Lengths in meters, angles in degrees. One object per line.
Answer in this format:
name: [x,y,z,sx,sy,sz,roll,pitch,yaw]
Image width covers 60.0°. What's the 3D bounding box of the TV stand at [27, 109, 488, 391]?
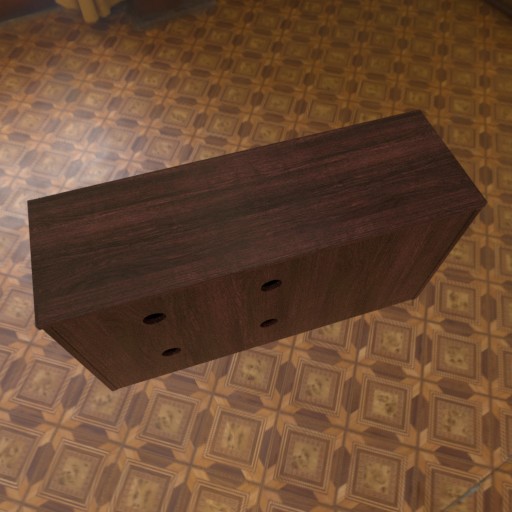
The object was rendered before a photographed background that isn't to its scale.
TV stand: [0.000,0.000,1.472,1.192,0.614,0.404,-15,60,-9]
